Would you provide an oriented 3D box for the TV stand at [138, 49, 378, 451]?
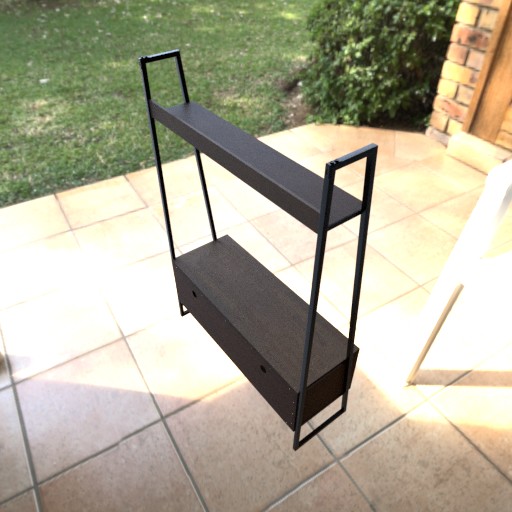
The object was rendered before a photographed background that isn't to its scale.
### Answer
[{"bbox_3d":[0.000,0.000,2.332,0.432,1.772,1.250,-27,47,-27],"label":"TV stand"}]
